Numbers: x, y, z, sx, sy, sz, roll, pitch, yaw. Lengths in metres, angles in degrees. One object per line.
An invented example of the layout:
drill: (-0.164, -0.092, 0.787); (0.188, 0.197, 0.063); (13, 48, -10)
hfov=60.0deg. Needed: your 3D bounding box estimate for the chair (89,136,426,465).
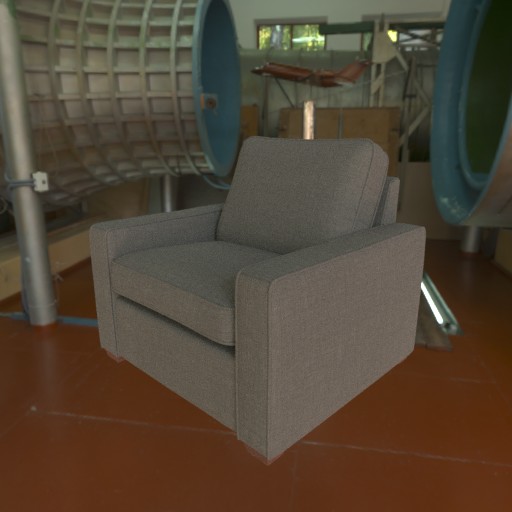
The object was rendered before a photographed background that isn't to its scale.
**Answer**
chair: (0.000, 0.000, 1.781); (1.017, 0.919, 0.940); (15, 22, 42)
